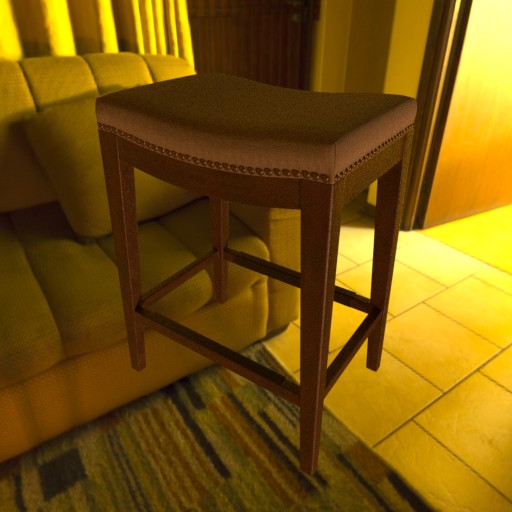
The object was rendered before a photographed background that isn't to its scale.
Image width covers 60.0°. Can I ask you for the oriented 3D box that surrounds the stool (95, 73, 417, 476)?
[{"bbox_3d":[0.000,0.000,0.938,0.508,0.660,0.356,20,36,29],"label":"stool"}]
